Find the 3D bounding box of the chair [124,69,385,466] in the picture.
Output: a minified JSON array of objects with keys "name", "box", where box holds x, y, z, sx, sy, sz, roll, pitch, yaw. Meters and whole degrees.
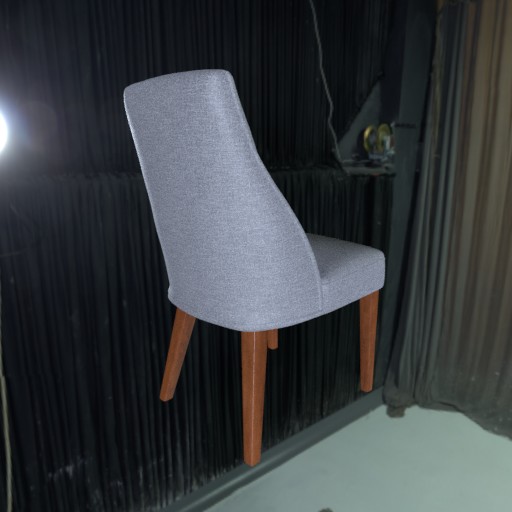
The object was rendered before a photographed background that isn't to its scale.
[{"name":"chair","box":[0.000,0.000,1.282,0.620,0.930,0.500,-13,20,-42]}]
